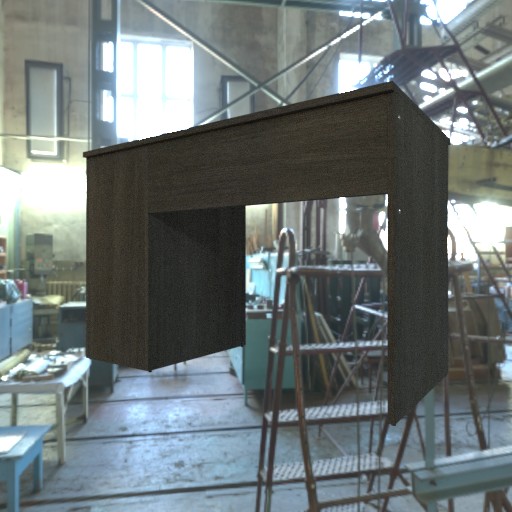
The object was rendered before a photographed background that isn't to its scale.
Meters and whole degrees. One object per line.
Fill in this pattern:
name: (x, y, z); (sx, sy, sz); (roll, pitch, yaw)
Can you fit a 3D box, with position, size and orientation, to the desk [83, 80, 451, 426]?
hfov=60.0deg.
desk: (0.000, 0.000, 1.469); (1.096, 0.730, 0.560); (0, 0, 35)
